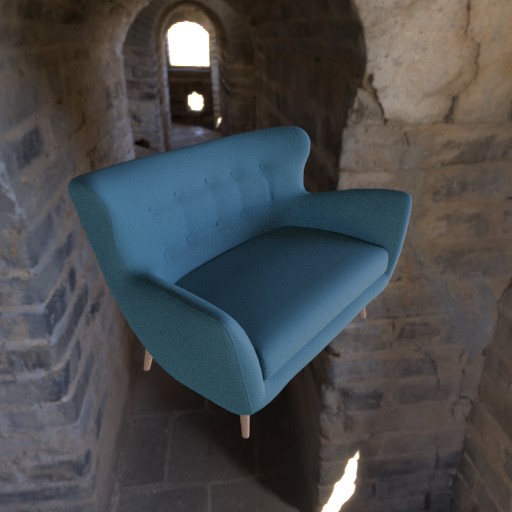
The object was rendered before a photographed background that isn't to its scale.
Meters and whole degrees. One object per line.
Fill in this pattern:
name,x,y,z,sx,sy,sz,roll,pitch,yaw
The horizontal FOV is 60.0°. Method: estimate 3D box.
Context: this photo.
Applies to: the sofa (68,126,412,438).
sofa,0.000,0.000,1.957,0.889,0.889,1.397,19,33,33
